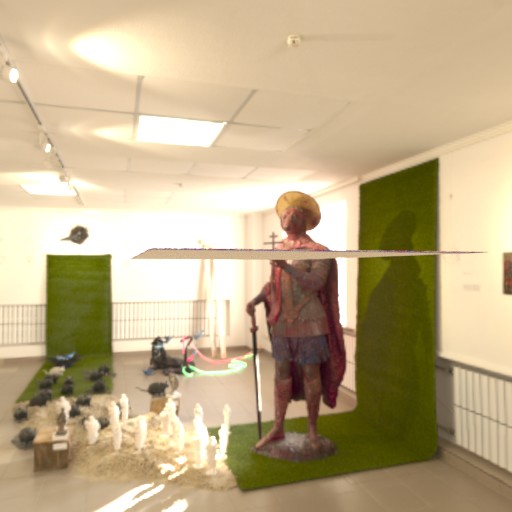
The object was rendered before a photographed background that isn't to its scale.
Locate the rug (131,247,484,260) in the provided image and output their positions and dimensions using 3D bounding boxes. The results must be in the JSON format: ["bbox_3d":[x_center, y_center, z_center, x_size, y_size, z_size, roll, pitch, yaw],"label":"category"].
[{"bbox_3d":[0.000,0.000,2.944,1.539,0.013,2.350,0,-1,-18],"label":"rug"}]
